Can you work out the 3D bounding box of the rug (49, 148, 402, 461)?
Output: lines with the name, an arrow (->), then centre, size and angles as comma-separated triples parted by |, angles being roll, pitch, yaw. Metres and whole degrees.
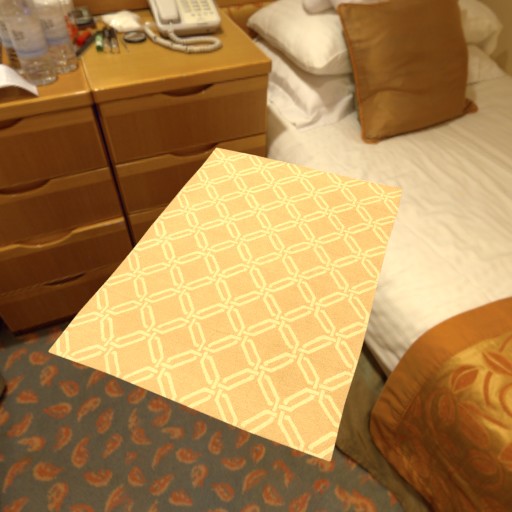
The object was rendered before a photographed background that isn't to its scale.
rug -> 0.000, 0.000, 4.477 | 2.452, 0.020, 3.365 | 16, 48, 15
